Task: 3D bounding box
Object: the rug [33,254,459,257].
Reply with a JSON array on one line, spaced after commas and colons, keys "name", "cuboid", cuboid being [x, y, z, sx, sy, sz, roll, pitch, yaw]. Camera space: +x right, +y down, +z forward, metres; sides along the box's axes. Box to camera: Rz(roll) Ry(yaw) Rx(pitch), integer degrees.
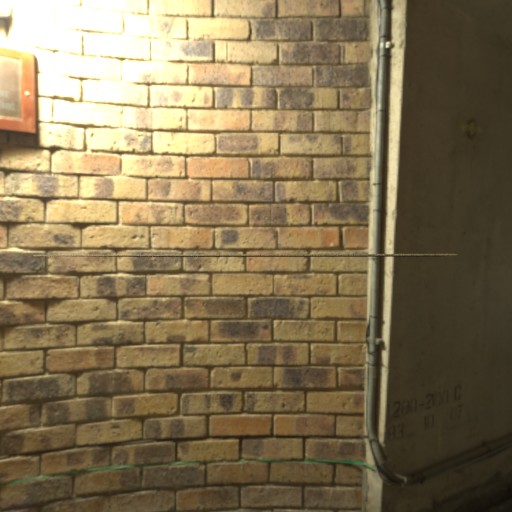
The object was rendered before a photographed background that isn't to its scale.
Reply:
[{"name": "rug", "cuboid": [0.000, 0.000, 3.080, 2.433, 0.007, 1.507, 0, 0, 19]}]
